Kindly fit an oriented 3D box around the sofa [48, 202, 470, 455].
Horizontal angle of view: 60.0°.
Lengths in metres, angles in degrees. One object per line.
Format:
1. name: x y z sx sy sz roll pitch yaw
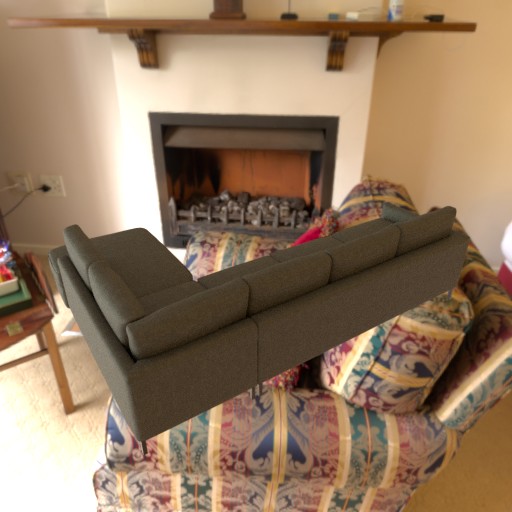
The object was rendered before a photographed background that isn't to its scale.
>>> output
1. sofa: 0.000 0.000 3.754 2.972 0.858 1.984 -18 35 -29
